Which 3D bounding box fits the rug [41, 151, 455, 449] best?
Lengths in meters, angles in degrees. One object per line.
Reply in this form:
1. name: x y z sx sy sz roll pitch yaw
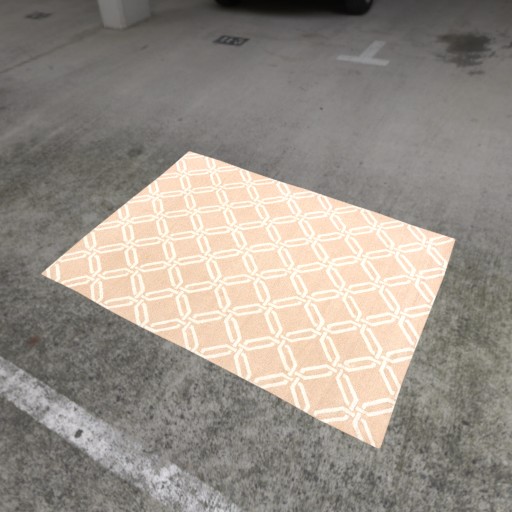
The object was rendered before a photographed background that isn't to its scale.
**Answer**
1. rug: 0.000 0.000 4.384 3.365 0.020 2.452 22 50 20
